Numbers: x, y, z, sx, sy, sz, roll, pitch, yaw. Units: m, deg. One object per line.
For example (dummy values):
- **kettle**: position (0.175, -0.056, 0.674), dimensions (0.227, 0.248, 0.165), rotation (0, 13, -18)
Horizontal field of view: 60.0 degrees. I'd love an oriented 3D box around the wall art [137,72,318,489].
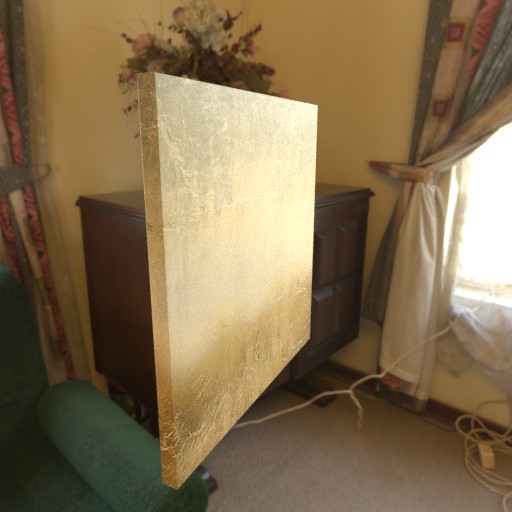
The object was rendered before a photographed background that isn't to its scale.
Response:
- **wall art**: position (0.000, 0.000, 1.587), dimensions (0.051, 1.091, 1.092), rotation (7, 16, 26)
